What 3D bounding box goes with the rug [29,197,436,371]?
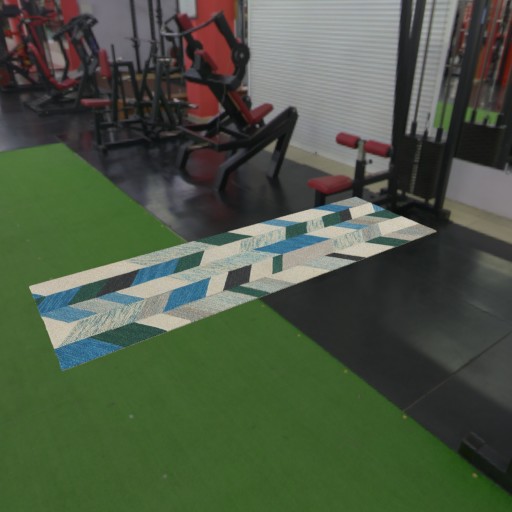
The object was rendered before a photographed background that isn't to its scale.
[{"bbox_3d":[0.000,0.000,2.705,2.437,0.008,0.774,-18,33,-29],"label":"rug"}]
